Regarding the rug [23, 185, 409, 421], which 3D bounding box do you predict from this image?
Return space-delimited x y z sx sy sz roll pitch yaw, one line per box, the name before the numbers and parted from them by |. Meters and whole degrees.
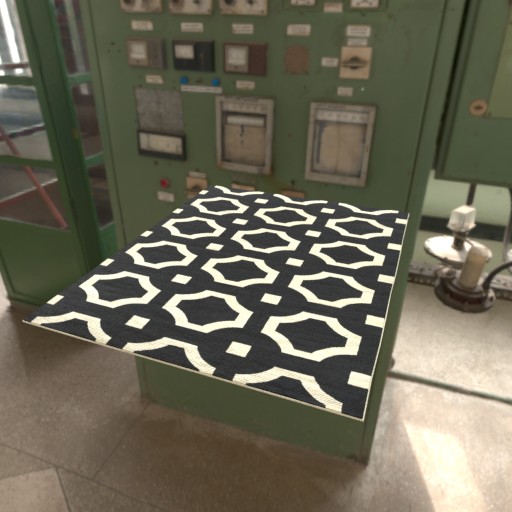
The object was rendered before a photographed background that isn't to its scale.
rug | 0.000 0.000 4.070 2.466 0.021 3.049 11 31 19
